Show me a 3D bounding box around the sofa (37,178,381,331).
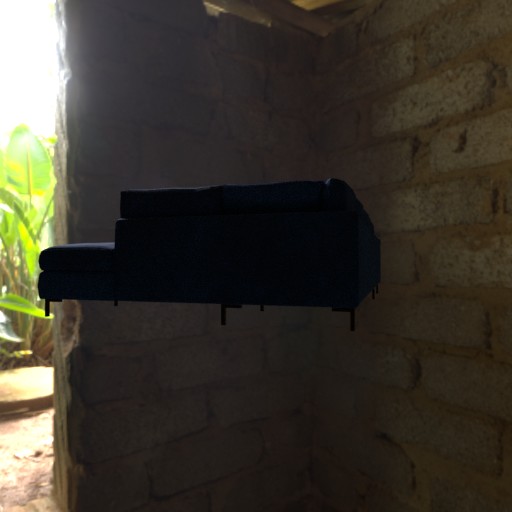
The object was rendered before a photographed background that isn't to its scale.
[{"bbox_3d":[0.000,0.000,3.306,1.707,0.687,2.486,0,-1,18],"label":"sofa"}]
